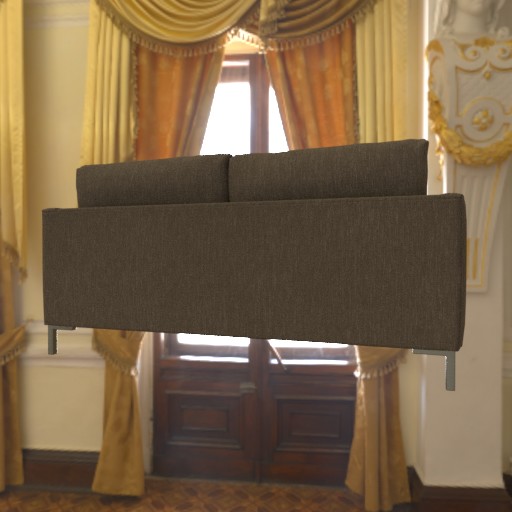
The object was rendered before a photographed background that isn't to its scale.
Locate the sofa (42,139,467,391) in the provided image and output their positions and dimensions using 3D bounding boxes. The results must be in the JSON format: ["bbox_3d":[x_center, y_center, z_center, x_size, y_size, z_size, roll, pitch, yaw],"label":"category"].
[{"bbox_3d":[0.000,0.000,2.048,1.682,0.840,0.875,0,1,18],"label":"sofa"}]
